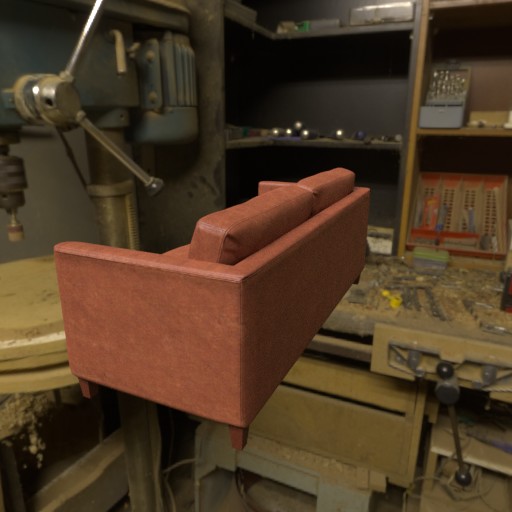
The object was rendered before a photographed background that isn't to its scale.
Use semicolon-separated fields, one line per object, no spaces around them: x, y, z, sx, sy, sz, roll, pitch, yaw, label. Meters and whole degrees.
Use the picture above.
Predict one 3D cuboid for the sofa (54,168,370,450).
0.000;0.000;2.732;0.950;0.932;2.204;8;19;24;sofa
